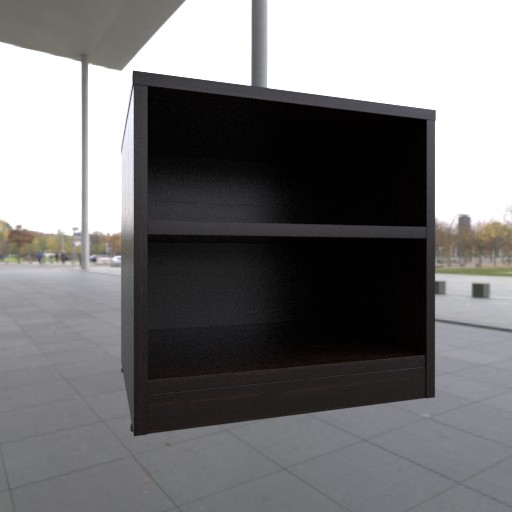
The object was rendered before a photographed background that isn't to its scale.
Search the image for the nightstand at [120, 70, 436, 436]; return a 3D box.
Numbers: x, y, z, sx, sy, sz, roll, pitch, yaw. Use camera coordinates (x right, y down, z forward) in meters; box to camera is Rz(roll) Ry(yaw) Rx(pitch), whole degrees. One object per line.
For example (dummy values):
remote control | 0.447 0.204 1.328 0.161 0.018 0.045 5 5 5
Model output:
nightstand | 0.000 0.000 0.860 0.489 0.487 0.427 0 0 -19
